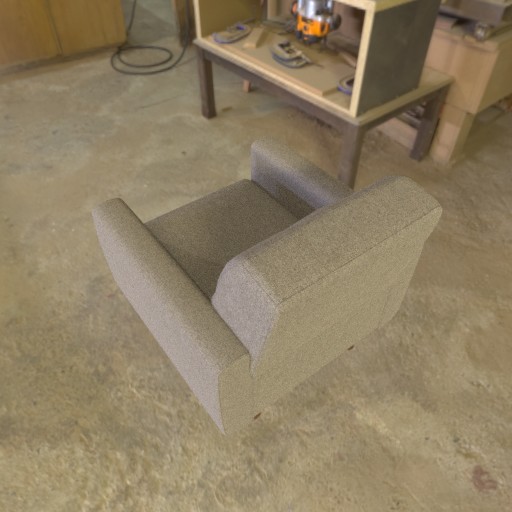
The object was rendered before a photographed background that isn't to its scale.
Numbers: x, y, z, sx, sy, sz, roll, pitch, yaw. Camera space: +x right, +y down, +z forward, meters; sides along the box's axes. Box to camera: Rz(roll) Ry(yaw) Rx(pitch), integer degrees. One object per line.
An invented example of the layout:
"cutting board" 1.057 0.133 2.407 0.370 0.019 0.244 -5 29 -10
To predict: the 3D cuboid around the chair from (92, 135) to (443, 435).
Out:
"chair" 0.000 0.000 1.577 0.831 0.839 0.907 -28 53 -24
